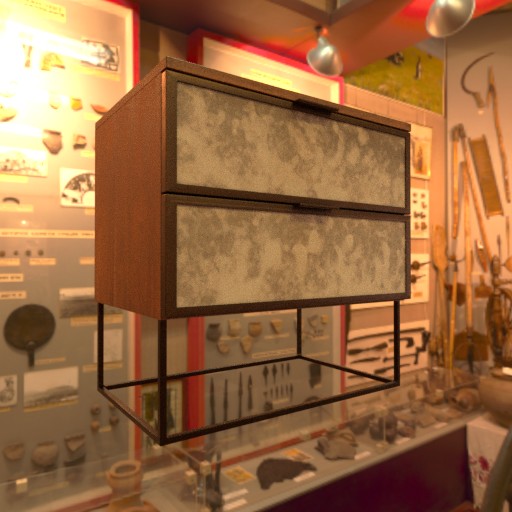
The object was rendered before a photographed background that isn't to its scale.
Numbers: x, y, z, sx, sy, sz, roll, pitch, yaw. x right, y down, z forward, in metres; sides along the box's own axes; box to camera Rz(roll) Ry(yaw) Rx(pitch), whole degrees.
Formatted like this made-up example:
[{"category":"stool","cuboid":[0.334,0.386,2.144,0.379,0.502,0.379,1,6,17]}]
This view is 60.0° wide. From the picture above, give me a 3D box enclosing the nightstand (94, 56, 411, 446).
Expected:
[{"category":"nightstand","cuboid":[0.000,0.000,1.011,0.605,0.611,0.427,0,-1,-35]}]
